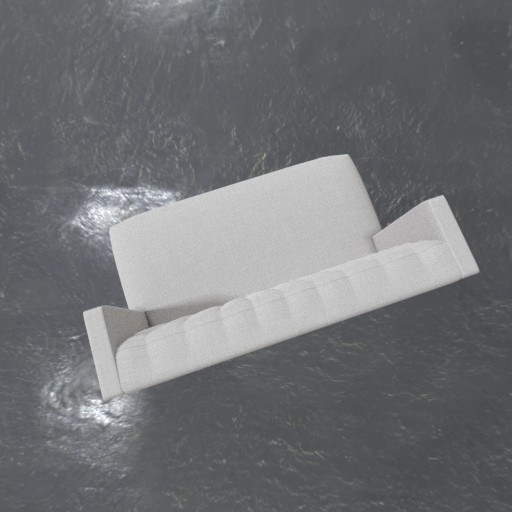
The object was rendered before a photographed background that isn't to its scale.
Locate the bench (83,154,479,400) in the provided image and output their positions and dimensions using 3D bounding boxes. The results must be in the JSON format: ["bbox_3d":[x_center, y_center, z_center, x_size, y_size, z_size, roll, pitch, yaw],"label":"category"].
[{"bbox_3d":[0.000,0.000,2.018,1.280,1.123,0.847,-18,76,-5],"label":"bench"}]
